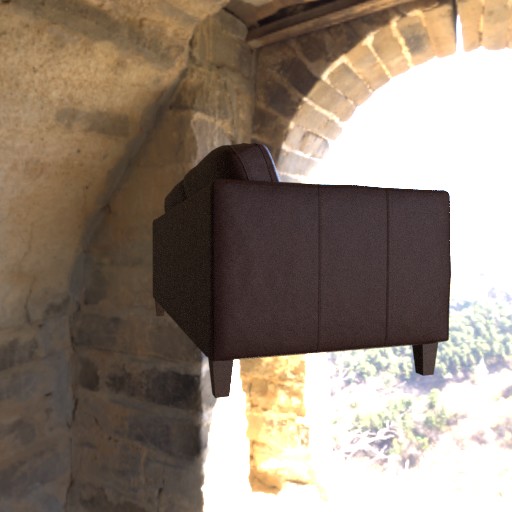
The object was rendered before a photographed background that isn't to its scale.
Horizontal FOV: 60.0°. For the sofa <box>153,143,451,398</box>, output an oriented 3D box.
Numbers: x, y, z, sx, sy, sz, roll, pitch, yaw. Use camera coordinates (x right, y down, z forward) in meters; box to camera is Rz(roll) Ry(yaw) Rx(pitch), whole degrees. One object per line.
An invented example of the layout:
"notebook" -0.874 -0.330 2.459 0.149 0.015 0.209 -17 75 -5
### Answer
"sofa" 0.000 0.000 2.394 0.923 0.863 1.971 0 1 -18
